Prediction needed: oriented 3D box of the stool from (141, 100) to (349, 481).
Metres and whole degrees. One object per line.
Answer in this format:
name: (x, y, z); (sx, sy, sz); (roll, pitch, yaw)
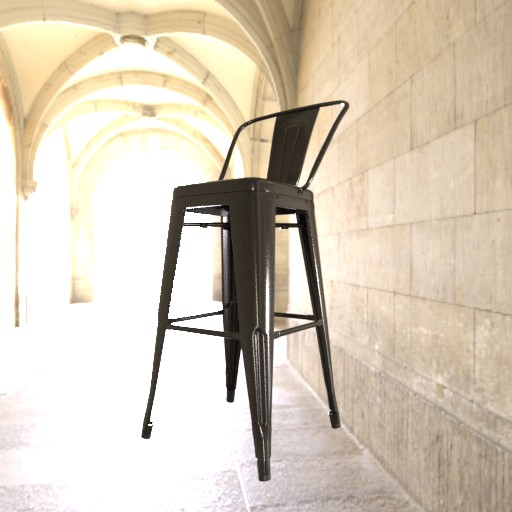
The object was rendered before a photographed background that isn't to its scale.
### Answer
stool: (0.000, 0.000, 1.325); (0.432, 1.022, 0.528); (0, 1, 35)
